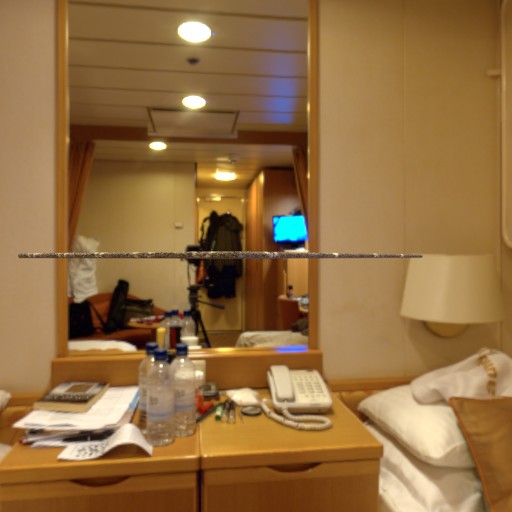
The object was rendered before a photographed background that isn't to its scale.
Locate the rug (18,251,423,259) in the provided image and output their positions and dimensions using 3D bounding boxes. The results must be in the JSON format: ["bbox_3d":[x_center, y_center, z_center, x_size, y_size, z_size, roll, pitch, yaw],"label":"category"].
[{"bbox_3d":[0.000,0.000,3.415,1.778,0.030,2.743,0,0,35],"label":"rug"}]
